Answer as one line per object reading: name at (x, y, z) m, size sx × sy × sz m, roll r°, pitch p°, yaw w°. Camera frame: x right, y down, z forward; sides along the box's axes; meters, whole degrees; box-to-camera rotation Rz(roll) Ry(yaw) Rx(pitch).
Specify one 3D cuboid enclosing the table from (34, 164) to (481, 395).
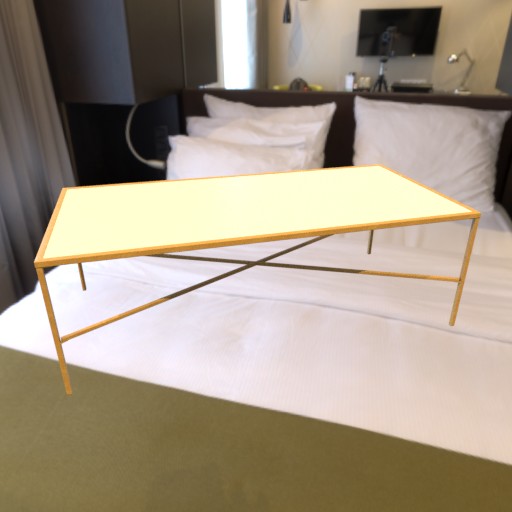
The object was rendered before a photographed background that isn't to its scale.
table at (0.000, 0.000, 1.490) m, size 1.206 × 0.398 × 0.580 m, roll -7°, pitch 27°, yaw -14°
